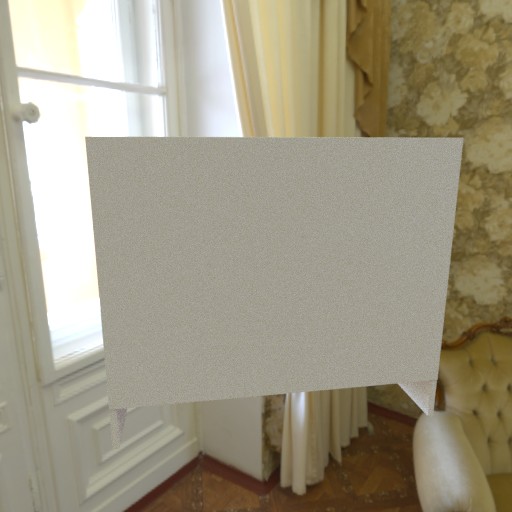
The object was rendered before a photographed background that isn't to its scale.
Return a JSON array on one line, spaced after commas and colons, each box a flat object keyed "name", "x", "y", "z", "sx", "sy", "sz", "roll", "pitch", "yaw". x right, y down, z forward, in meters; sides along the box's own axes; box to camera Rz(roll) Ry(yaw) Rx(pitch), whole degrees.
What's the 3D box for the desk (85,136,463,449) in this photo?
[{"name": "desk", "x": 0.000, "y": 0.000, "z": 1.619, "sx": 0.940, "sy": 0.818, "sz": 0.926, "roll": -2, "pitch": 14, "yaw": -9}]
